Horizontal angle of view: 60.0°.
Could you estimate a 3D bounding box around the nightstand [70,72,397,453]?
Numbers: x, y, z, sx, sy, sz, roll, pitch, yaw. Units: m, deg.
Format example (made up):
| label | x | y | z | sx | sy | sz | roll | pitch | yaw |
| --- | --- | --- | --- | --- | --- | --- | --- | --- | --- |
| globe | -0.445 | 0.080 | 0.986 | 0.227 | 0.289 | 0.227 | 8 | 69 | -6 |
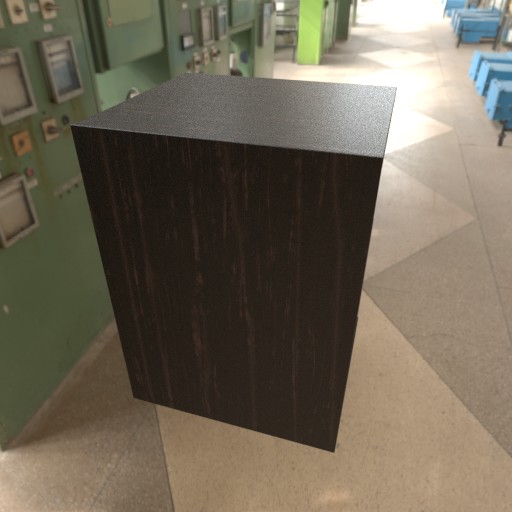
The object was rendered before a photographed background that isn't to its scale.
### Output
| label | x | y | z | sx | sy | sz | roll | pitch | yaw |
| --- | --- | --- | --- | --- | --- | --- | --- | --- | --- |
| nightstand | 0.000 | 0.000 | 0.826 | 0.400 | 0.559 | 0.356 | 10 | 35 | 14 |
